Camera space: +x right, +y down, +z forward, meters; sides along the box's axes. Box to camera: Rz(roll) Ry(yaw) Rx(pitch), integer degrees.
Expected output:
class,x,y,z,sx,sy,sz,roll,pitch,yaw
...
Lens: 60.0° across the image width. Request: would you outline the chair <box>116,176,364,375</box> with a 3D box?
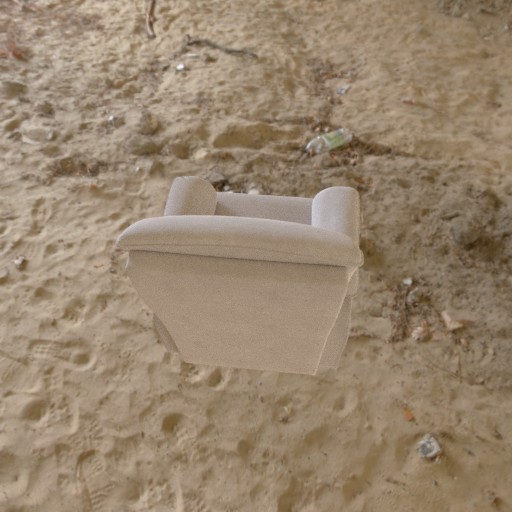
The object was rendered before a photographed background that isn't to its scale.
class,x,y,z,sx,sy,sz,roll,pitch,yaw
chair,0.000,0.000,1.751,0.820,1.039,1.001,4,46,4
